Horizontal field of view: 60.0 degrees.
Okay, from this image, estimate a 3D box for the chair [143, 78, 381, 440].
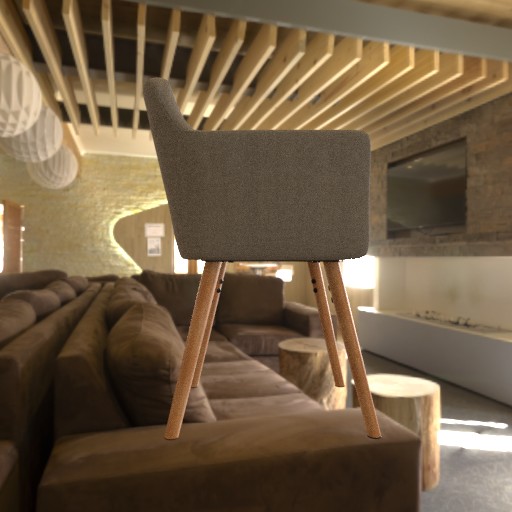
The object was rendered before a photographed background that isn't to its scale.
[{"bbox_3d":[0.000,0.000,1.145,0.540,0.780,0.570,0,0,-1],"label":"chair"}]
